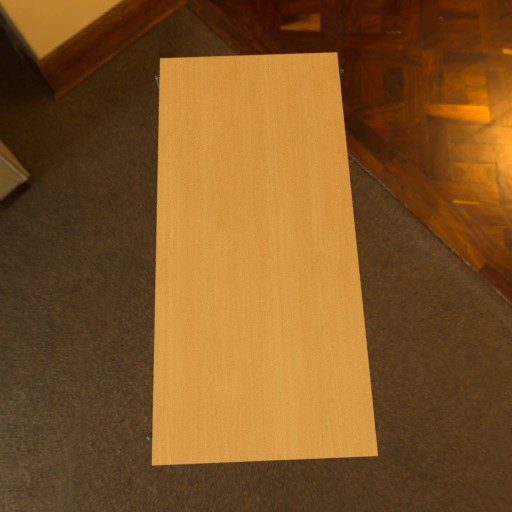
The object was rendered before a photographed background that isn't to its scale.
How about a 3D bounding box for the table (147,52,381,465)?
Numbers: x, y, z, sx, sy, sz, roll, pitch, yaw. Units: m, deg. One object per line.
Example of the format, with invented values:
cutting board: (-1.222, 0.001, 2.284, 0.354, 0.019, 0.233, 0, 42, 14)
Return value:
table: (0.000, 0.000, 2.269, 0.900, 0.758, 1.800, -2, 75, -1)
